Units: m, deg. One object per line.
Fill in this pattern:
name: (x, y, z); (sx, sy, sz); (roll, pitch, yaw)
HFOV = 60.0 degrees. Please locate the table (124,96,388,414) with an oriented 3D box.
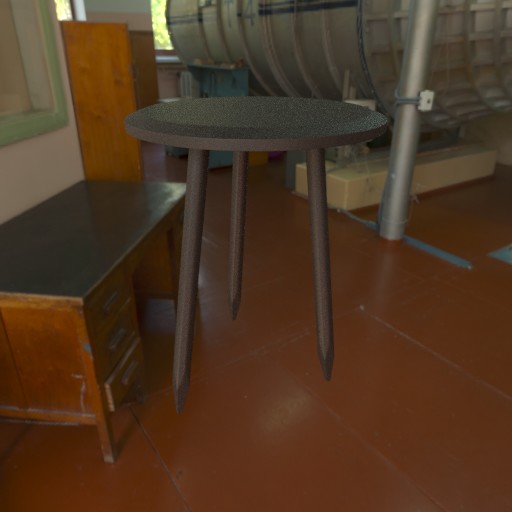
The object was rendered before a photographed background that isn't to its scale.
table: (0.000, 0.000, 0.919); (0.457, 0.585, 0.457); (0, 26, 0)
